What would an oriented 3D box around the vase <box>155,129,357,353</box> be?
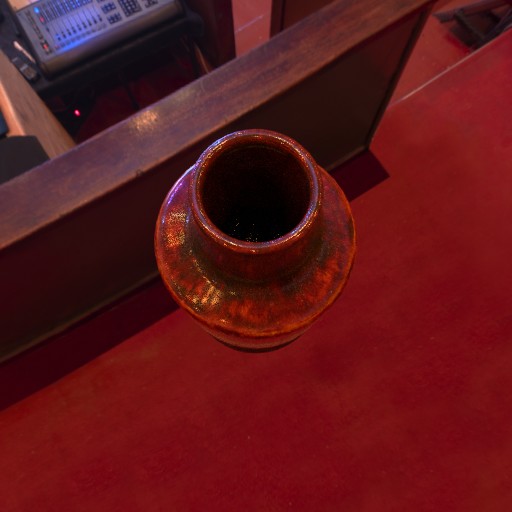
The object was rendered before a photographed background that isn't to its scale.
[{"bbox_3d":[0.000,0.000,0.272,0.108,0.204,0.108,0,75,0],"label":"vase"}]
